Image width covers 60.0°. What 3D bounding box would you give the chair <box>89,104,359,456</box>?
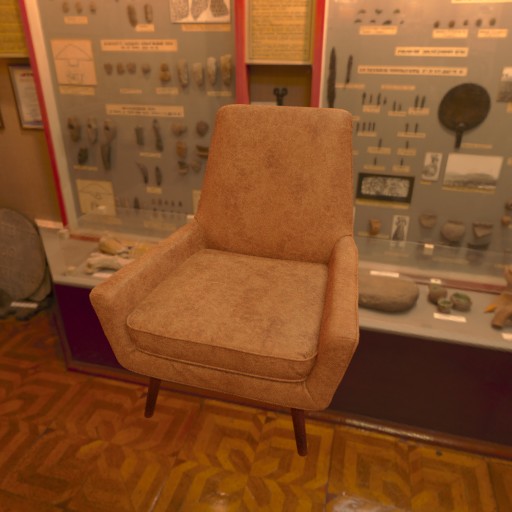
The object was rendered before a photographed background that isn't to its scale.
[{"bbox_3d":[0.000,0.000,1.511,0.753,0.883,0.851,8,28,15],"label":"chair"}]
